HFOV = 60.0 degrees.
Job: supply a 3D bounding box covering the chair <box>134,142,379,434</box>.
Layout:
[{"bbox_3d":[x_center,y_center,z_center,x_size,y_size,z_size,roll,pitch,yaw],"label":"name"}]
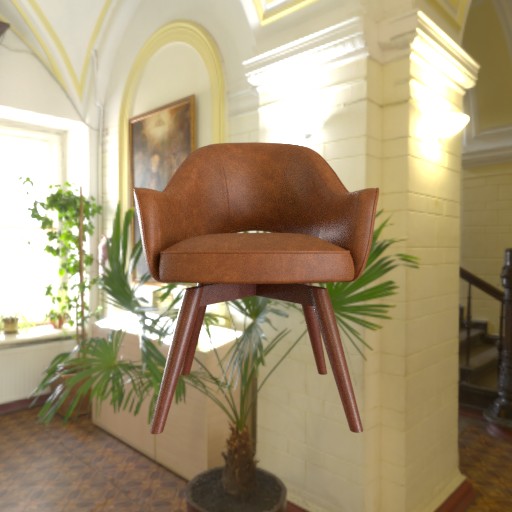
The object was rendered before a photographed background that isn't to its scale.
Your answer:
[{"bbox_3d":[0.000,0.000,1.239,0.591,0.777,0.640,0,1,-1],"label":"chair"}]
